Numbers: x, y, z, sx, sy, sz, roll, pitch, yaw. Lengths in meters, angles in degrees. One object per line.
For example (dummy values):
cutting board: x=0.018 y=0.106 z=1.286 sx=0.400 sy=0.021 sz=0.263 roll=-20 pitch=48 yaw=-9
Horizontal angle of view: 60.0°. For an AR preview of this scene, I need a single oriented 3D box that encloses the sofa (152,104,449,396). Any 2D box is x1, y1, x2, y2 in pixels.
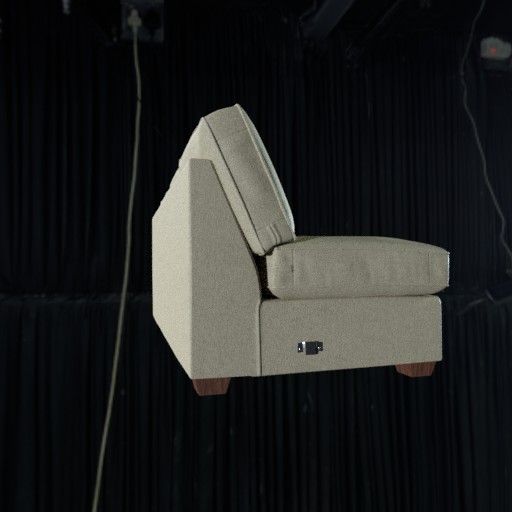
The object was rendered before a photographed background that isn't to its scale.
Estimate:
sofa: x=0.000 y=0.000 z=2.478 sx=1.027 sy=0.973 sz=1.962 roll=0 pitch=-1 yaw=-17
